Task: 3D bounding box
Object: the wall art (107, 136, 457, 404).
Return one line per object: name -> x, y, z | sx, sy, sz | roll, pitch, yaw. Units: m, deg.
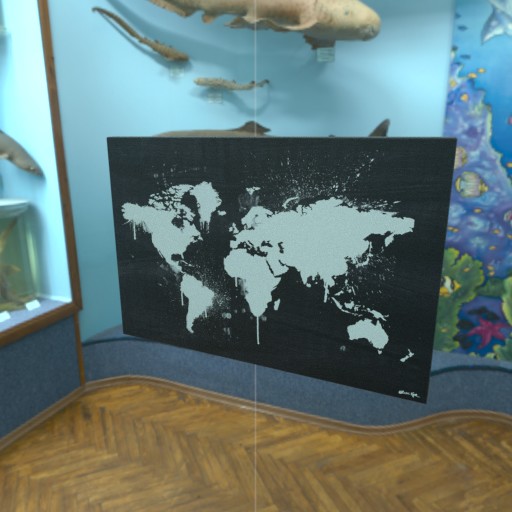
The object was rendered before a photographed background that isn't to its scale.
wall art -> 0.000, 0.000, 0.786 | 0.610, 0.409, 0.038 | 7, 17, 24
